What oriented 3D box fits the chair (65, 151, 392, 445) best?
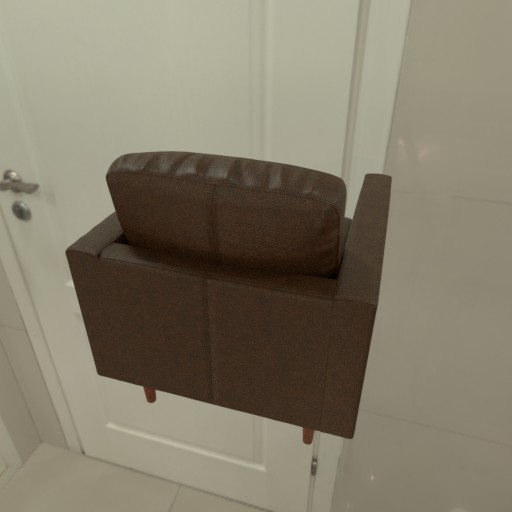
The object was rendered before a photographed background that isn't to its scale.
[{"bbox_3d":[0.000,0.000,1.650,0.890,0.956,0.909,9,33,14],"label":"chair"}]
